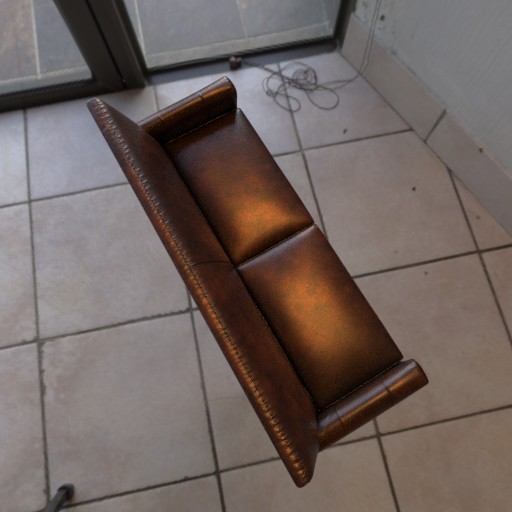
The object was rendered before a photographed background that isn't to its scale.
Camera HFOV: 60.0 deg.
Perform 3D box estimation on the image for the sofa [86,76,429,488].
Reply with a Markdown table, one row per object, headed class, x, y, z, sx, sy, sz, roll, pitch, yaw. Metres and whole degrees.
| class | x | y | z | sx | sy | sz | roll | pitch | yaw |
| --- | --- | --- | --- | --- | --- | --- | --- | --- | --- |
| sofa | 0.000 | 0.000 | 2.404 | 0.786 | 0.871 | 1.995 | -29 | 76 | -8 |
